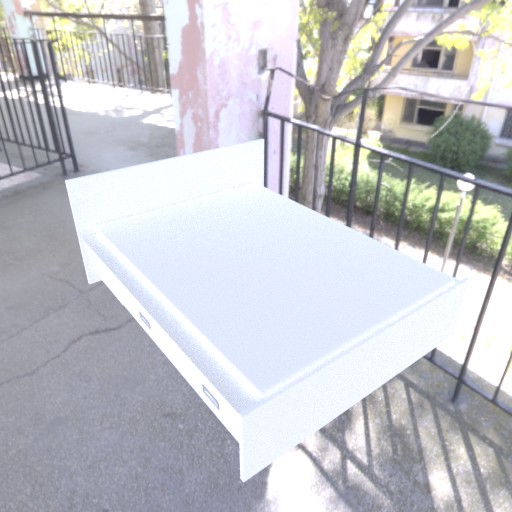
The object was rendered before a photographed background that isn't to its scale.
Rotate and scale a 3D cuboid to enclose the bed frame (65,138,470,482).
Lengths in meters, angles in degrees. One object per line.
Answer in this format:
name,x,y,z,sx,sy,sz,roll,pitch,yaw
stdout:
bed frame,0.000,0.000,2.823,1.622,0.800,1.960,-21,36,-31
